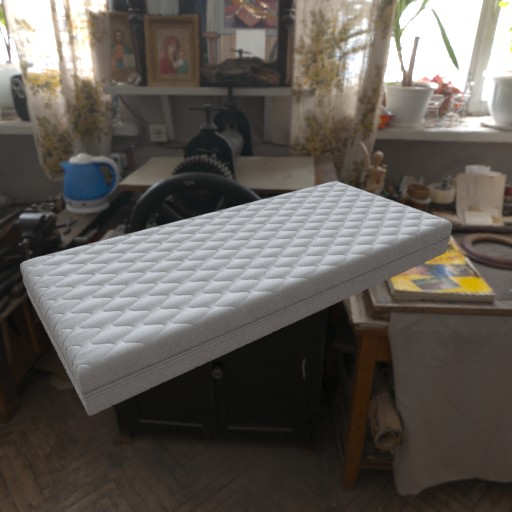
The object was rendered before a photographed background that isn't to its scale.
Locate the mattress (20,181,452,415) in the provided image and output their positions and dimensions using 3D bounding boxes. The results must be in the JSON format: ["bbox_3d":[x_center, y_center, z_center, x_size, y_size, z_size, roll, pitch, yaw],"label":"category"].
[{"bbox_3d":[0.000,0.000,2.234,2.000,0.200,0.900,-19,33,-31],"label":"mattress"}]
